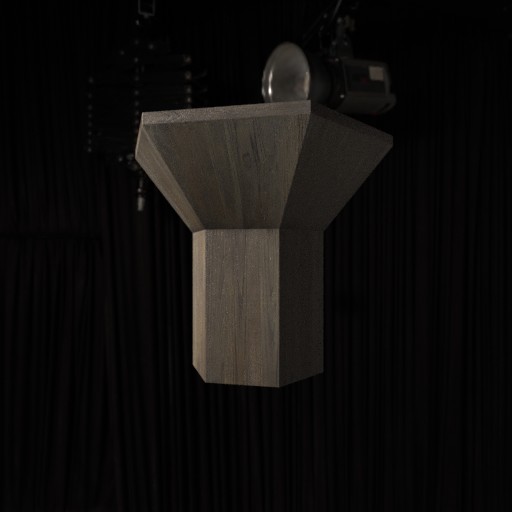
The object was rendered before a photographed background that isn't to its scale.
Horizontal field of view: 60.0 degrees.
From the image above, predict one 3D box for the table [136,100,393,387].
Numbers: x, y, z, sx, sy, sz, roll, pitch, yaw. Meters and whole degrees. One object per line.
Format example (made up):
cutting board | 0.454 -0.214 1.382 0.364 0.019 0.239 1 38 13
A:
table | 0.000 0.000 1.155 0.592 0.586 0.683 0 0 -17
